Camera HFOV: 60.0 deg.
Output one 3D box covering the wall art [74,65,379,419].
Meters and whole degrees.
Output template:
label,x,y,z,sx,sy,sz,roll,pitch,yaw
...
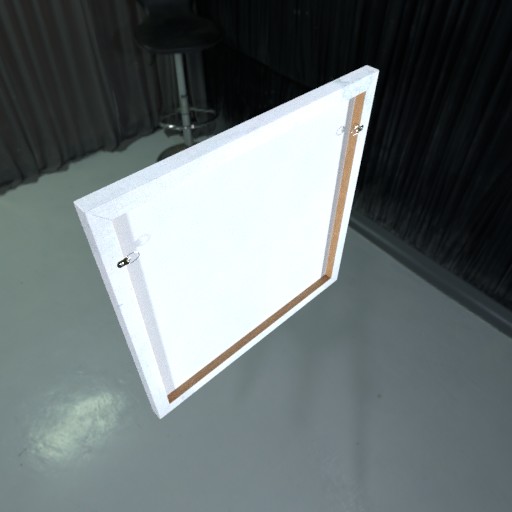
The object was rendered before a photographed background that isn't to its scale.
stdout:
label,x,y,z,sx,sy,sz,roll,pitch,yaw
wall art,0.000,0.000,1.154,0.762,0.762,0.041,-34,55,-28
